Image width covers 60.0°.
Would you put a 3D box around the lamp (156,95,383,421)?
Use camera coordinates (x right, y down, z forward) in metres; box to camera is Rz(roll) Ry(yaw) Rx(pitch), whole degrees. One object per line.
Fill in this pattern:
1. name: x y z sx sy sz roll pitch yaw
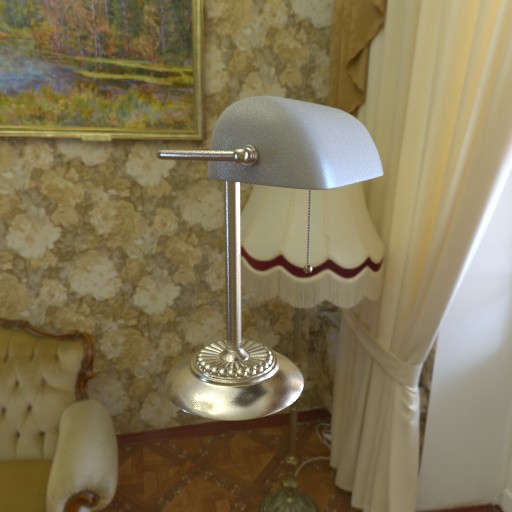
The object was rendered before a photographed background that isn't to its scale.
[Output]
1. lamp: 0.000 0.000 0.518 0.243 0.339 0.264 8 17 28
